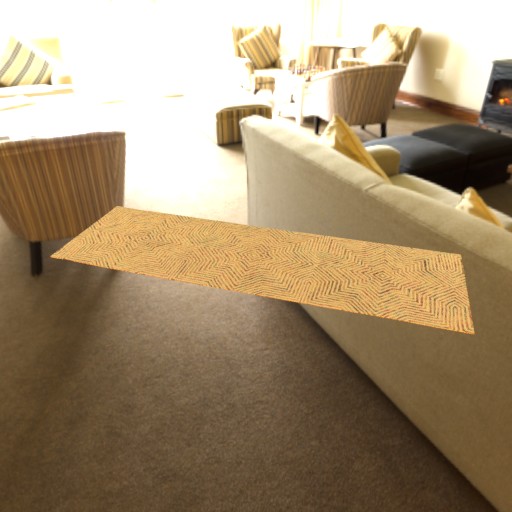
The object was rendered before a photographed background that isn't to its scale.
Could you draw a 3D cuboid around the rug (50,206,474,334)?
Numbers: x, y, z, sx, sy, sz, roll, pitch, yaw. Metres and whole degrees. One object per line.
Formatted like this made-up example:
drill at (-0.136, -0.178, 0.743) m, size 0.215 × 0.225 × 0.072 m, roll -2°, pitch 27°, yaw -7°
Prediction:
rug at (0.000, 0.000, 2.756) m, size 2.443 × 0.009 × 0.771 m, roll 9°, pitch 33°, yaw 14°
